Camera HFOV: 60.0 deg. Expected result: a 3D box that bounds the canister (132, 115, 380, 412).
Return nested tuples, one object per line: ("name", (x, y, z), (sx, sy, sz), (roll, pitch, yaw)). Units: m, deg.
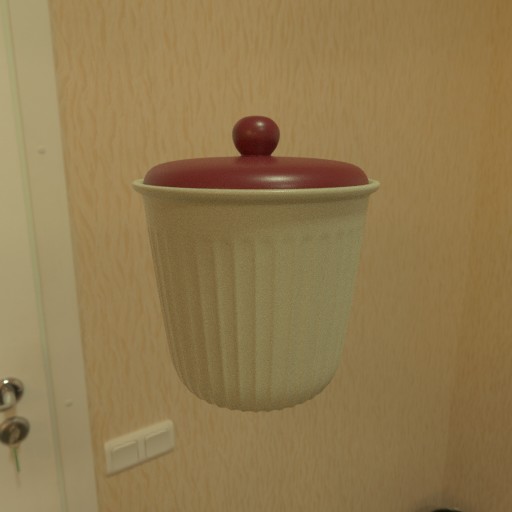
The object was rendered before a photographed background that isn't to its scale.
("canister", (0.000, 0.000, 0.348), (0.181, 0.211, 0.181), (0, 13, 0))
